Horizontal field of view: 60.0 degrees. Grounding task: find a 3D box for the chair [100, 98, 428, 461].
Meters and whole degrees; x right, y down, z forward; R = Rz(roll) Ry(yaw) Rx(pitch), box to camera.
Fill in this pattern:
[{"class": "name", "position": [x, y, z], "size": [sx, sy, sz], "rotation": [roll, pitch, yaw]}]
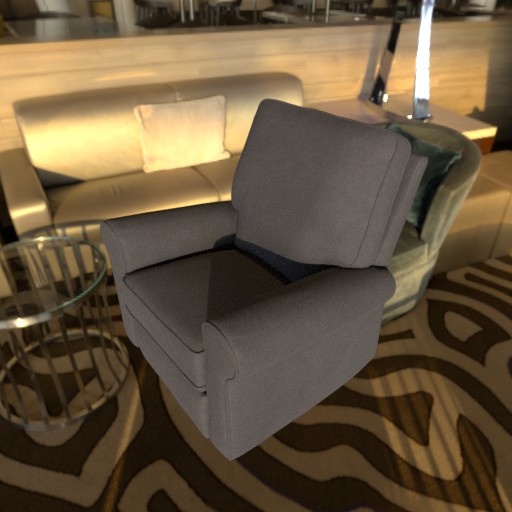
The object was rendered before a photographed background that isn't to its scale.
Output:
[{"class": "chair", "position": [0.000, 0.000, 1.644], "size": [0.878, 0.961, 0.890], "rotation": [-23, 39, -32]}]
